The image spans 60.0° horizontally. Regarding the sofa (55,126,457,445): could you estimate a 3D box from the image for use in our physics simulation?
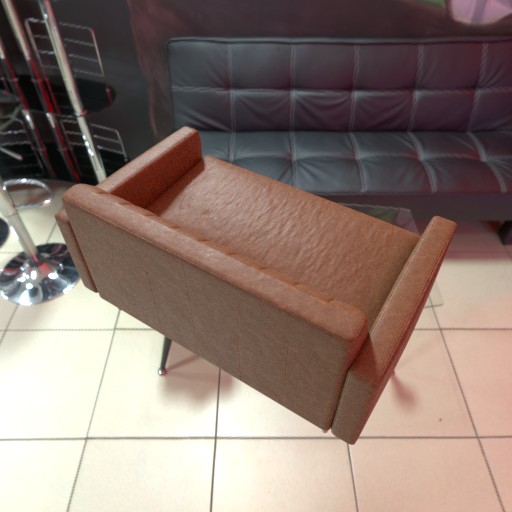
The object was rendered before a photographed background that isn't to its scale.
[{"bbox_3d":[0.000,0.000,2.117,1.549,0.820,0.960,25,51,22],"label":"sofa"}]
